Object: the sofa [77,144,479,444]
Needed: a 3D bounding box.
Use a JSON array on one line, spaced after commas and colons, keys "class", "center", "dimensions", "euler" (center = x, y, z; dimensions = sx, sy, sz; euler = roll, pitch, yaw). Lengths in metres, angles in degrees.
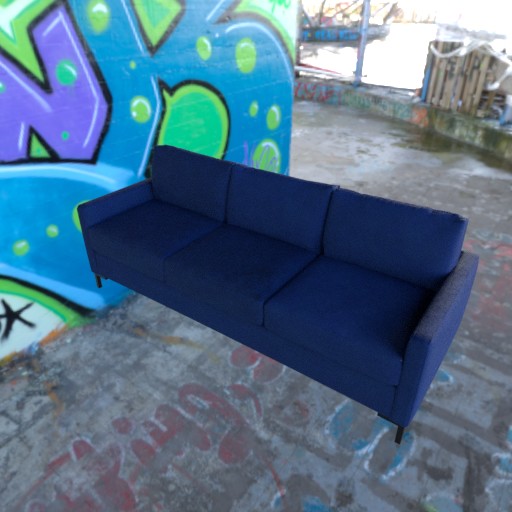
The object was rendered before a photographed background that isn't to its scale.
[{"class": "sofa", "center": [0.000, 0.000, 2.625], "dimensions": [2.252, 0.879, 0.875], "euler": [20, 36, 30]}]
